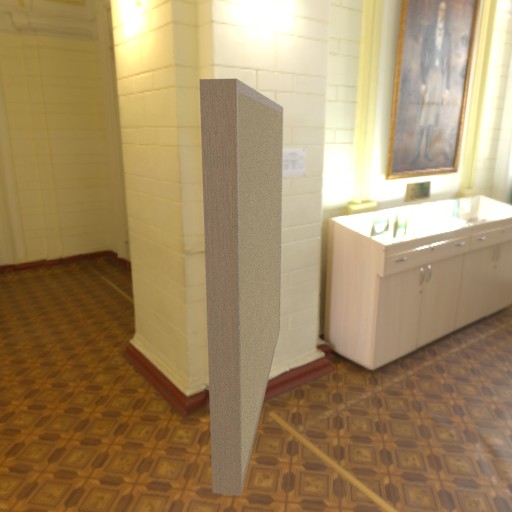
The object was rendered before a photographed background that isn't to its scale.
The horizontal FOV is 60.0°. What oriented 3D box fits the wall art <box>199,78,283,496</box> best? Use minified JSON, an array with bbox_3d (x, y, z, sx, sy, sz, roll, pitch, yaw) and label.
[{"bbox_3d":[0.000,0.000,0.753,0.038,0.506,0.508,2,16,8],"label":"wall art"}]
